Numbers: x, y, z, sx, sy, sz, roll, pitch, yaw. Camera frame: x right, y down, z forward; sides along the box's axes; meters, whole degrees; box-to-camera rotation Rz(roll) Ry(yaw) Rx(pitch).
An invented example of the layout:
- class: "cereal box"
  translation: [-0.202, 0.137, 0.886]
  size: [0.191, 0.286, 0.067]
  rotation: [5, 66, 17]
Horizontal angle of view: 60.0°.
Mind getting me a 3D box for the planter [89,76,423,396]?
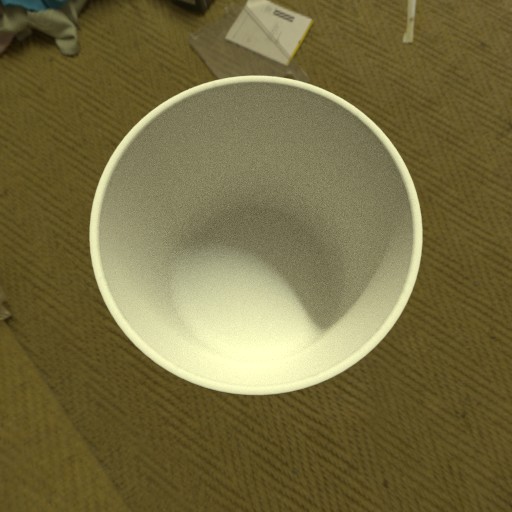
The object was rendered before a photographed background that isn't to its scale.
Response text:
- class: "planter"
  translation: [0.000, 0.000, 0.779]
  size: [0.440, 0.398, 0.440]
  rotation: [0, 77, 0]
